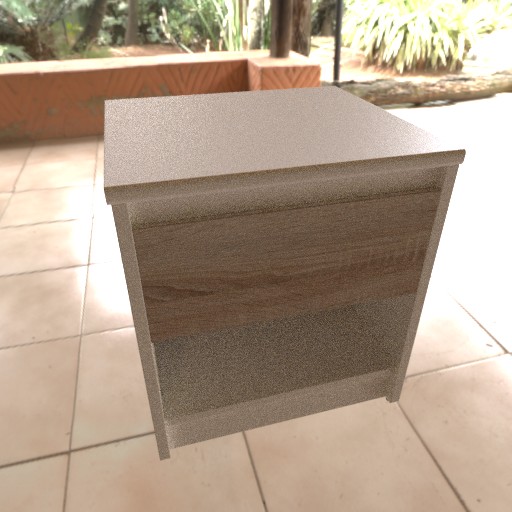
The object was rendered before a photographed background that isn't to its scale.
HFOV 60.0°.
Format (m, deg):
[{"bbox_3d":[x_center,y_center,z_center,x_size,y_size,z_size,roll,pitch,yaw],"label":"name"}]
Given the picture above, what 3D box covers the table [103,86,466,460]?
[{"bbox_3d":[0.000,0.000,0.761,0.420,0.460,0.380,-9,33,-13],"label":"table"}]
